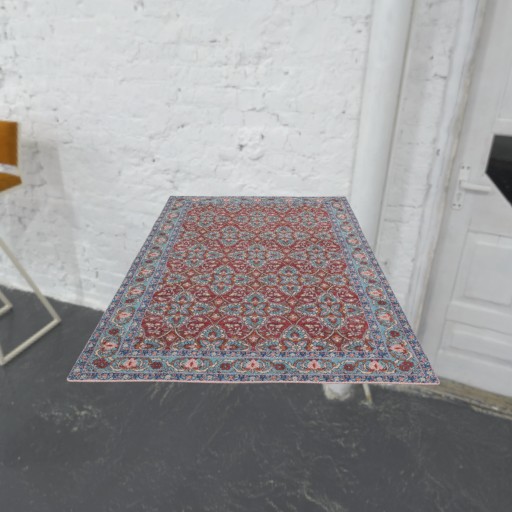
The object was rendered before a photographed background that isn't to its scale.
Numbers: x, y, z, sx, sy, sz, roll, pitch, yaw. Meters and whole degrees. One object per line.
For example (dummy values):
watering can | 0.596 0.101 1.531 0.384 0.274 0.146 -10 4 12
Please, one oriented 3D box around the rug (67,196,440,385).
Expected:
rug | 0.000 0.000 2.254 1.219 0.009 1.829 0 27 1
